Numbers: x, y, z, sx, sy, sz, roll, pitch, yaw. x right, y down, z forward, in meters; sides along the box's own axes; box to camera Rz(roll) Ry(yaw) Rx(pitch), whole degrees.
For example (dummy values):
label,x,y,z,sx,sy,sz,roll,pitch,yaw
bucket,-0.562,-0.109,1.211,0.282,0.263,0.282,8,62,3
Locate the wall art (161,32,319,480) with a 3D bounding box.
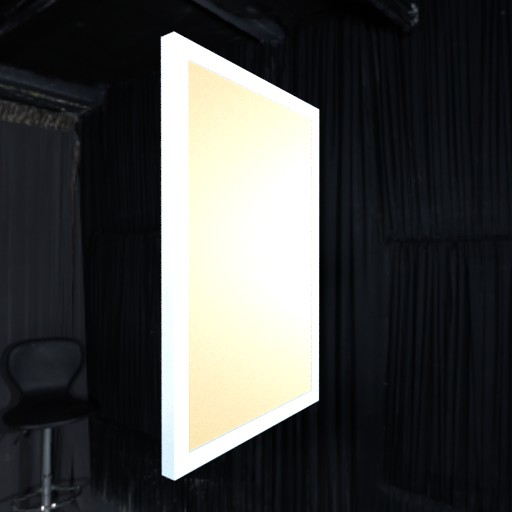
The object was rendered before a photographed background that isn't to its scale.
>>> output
label,x,y,z,sx,sy,sz,roll,pitch,yaw
wall art,0.000,0.000,1.160,0.039,0.915,0.612,0,1,37
